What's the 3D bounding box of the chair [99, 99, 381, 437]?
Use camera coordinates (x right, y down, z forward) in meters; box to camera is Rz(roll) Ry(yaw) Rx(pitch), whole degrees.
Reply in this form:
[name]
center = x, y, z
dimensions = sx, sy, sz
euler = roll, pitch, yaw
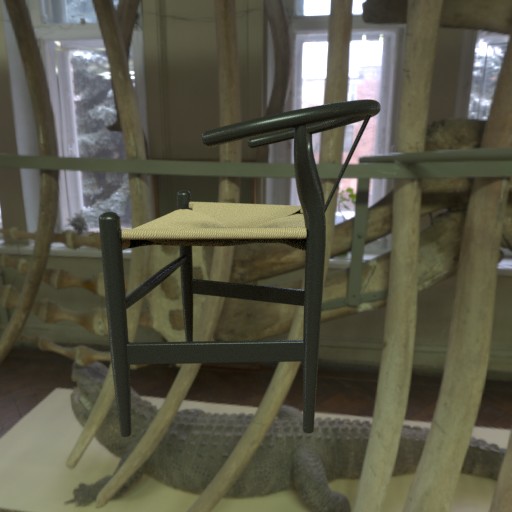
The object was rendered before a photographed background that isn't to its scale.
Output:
[chair]
center = 0.000, 0.000, 1.134
dimensions = 0.570, 0.739, 0.570
euler = 2, 14, 8
